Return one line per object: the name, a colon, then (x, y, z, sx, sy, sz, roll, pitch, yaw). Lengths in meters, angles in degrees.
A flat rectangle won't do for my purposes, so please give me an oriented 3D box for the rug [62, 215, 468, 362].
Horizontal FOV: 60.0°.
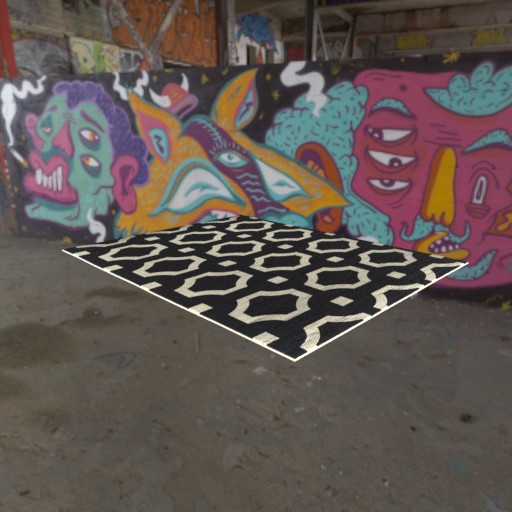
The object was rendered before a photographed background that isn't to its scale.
rug: (0.000, 0.000, 4.258, 3.049, 0.021, 2.466, 16, 23, 43)
